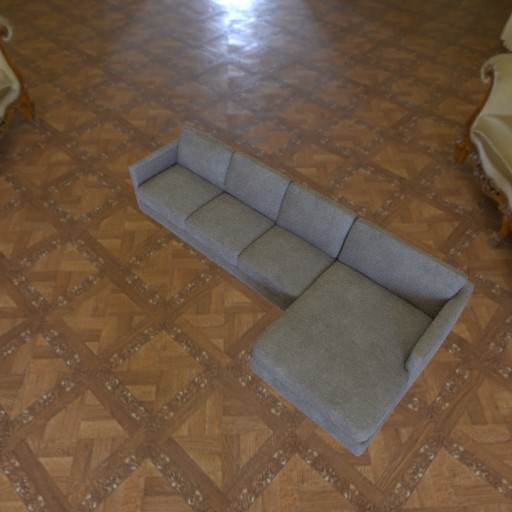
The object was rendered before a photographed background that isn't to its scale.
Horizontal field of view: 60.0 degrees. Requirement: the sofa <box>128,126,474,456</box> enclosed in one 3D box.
[{"bbox_3d":[0.000,0.000,4.188,3.471,0.950,1.604,34,56,26],"label":"sofa"}]
